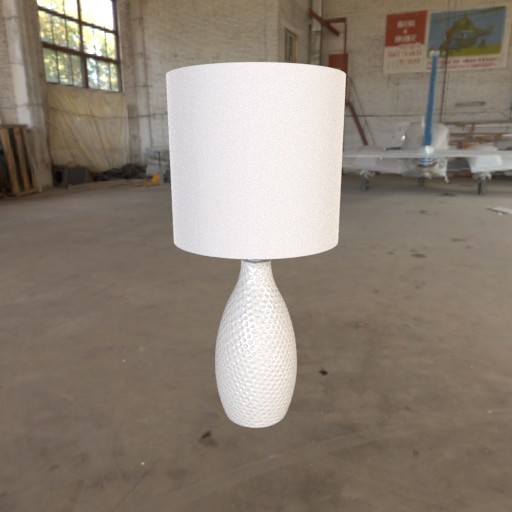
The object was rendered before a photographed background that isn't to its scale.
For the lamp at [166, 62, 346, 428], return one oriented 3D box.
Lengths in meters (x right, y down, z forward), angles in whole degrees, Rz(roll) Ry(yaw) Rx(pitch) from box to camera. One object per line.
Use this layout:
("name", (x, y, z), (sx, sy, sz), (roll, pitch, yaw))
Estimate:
("lamp", (0.000, 0.000, 0.595), (0.214, 0.466, 0.214), (13, 19, 41))
